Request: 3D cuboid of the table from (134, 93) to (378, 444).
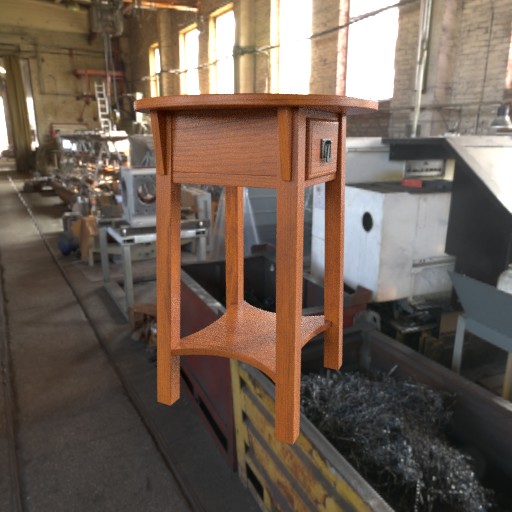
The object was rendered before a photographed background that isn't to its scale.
[{"bbox_3d":[0.000,0.000,0.936,0.457,0.610,0.457,0,15,0],"label":"table"}]
